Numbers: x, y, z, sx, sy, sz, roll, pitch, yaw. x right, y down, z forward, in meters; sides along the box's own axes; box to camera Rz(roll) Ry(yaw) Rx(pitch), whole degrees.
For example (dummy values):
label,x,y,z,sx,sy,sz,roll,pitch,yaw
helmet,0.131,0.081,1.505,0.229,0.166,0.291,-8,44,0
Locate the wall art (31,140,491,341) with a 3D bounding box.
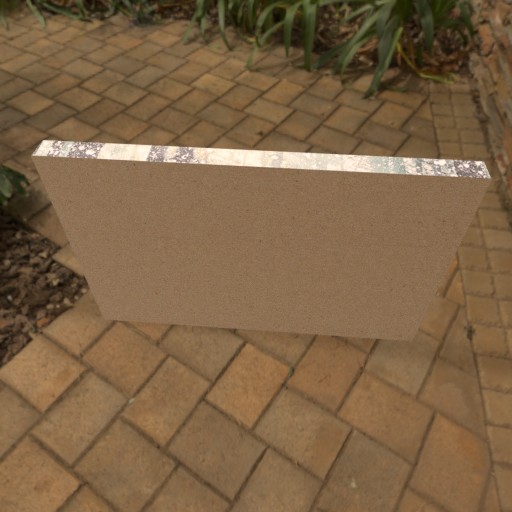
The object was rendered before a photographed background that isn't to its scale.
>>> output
label,x,y,z,sx,sy,sz,roll,pitch,yaw
wall art,0.000,0.000,0.752,0.618,0.398,0.042,4,48,3
